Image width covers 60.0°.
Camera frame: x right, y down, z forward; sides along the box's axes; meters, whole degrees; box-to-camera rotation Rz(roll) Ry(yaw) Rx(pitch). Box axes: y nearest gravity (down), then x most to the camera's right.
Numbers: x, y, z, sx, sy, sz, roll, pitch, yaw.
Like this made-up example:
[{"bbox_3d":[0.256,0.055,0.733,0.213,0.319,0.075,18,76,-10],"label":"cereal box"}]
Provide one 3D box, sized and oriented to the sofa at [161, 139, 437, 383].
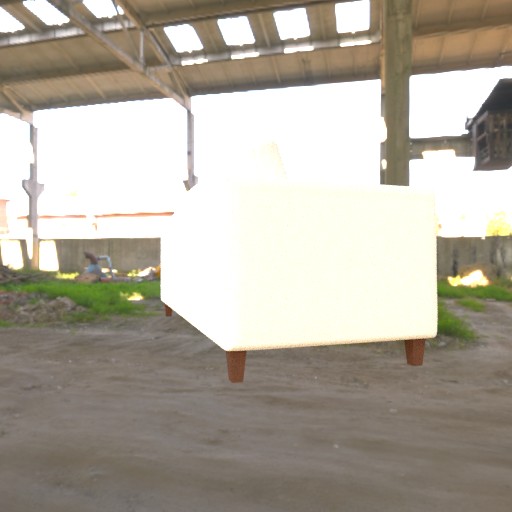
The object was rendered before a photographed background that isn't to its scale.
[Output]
[{"bbox_3d":[0.000,0.000,2.673,0.924,0.933,2.139,0,0,-18],"label":"sofa"}]
